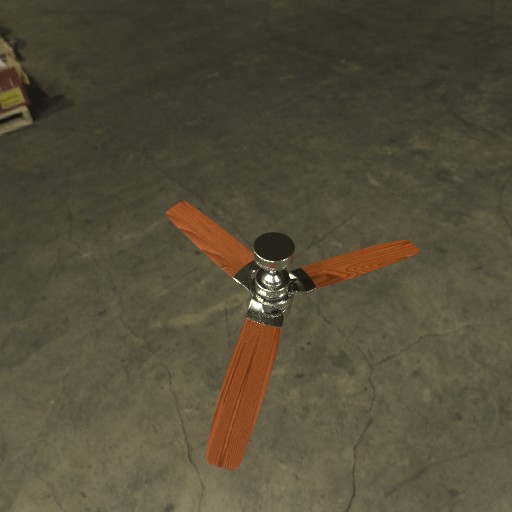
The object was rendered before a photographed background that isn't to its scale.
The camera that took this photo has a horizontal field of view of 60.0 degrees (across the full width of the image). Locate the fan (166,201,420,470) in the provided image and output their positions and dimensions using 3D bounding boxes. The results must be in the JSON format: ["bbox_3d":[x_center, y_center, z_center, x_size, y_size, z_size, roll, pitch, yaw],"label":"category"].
[{"bbox_3d":[0.000,0.000,2.052,1.416,0.410,1.271,-33,55,-27],"label":"fan"}]
